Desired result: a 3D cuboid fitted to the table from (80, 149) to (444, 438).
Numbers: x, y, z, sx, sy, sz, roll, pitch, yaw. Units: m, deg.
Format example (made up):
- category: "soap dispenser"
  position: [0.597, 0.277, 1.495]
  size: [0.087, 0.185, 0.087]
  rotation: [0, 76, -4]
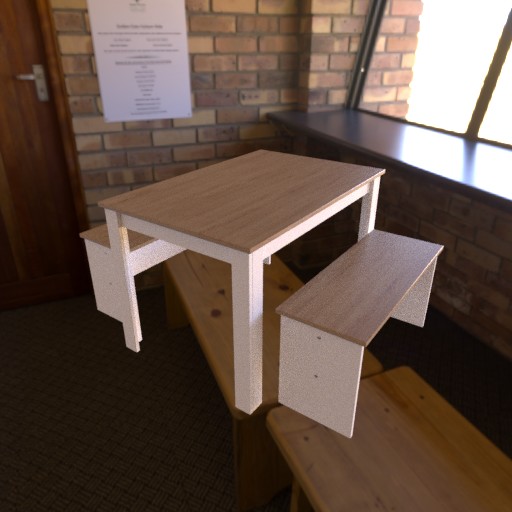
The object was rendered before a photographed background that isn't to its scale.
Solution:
- category: "table"
  position: [0.000, 0.000, 2.077]
  size: [1.443, 0.700, 1.100]
  rotation: [18, 31, 31]
